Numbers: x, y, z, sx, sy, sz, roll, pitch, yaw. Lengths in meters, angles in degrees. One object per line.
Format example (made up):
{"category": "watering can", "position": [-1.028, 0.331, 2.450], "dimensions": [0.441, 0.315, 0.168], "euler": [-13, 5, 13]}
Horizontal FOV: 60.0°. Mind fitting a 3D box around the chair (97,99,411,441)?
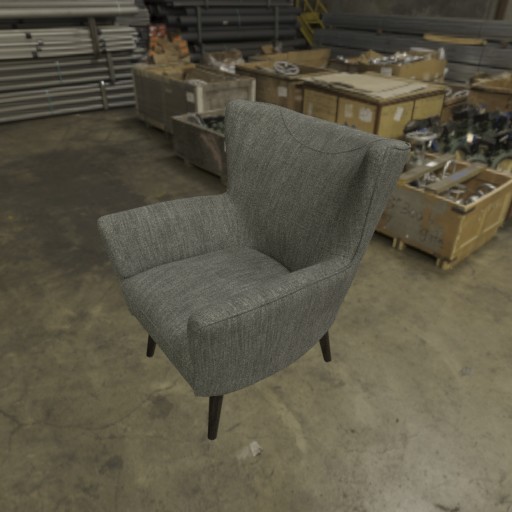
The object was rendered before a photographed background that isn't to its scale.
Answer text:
{"category": "chair", "position": [0.000, 0.000, 1.607], "dimensions": [0.888, 0.933, 0.781], "euler": [-21, 36, -31]}
